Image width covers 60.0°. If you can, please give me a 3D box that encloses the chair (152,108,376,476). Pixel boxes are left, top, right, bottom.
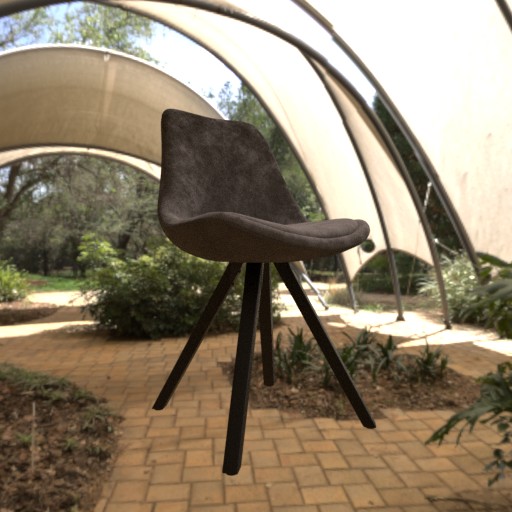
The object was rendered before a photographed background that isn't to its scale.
[{"bbox_3d":[0.000,0.000,1.159,0.485,0.850,0.550,-1,1,-34],"label":"chair"}]
